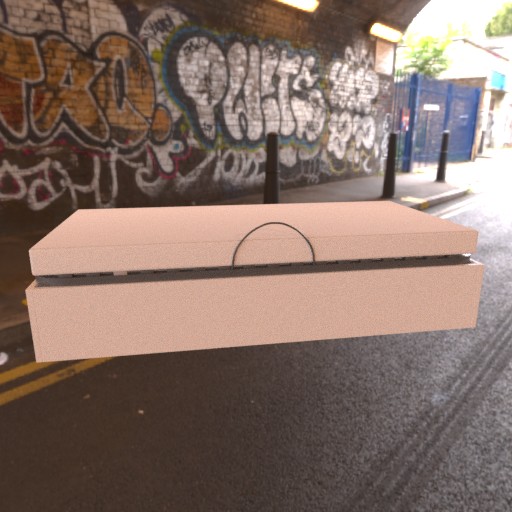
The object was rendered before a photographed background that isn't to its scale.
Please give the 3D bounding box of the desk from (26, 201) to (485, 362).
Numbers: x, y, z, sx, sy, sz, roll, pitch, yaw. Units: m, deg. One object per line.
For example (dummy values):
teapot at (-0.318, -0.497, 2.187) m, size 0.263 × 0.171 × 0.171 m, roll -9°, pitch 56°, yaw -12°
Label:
desk at (0.000, 0.000, 2.242) m, size 1.900 × 0.526 × 0.900 m, roll -3°, pitch 16°, yaw -9°
